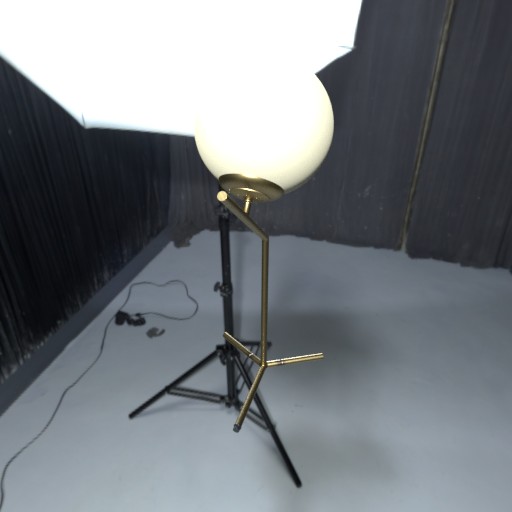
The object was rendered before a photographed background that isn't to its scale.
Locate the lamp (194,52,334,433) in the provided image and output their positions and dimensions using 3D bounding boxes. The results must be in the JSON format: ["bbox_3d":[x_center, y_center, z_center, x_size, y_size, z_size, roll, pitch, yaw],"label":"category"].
[{"bbox_3d":[0.000,0.000,0.665,0.210,0.552,0.251,10,33,15],"label":"lamp"}]
